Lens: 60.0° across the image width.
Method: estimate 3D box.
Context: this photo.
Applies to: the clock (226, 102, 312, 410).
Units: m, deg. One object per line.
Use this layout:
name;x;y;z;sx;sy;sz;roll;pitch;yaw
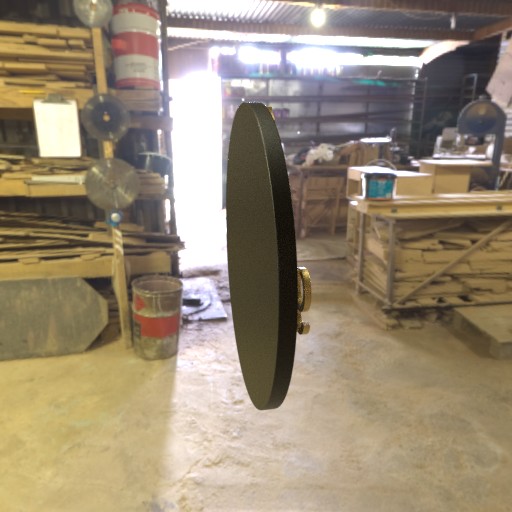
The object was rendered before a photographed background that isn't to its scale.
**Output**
clock;0.000;0.000;0.691;0.038;0.454;0.454;-3;17;-10
